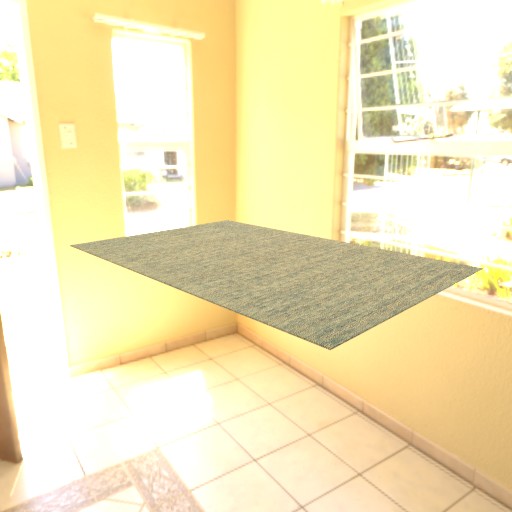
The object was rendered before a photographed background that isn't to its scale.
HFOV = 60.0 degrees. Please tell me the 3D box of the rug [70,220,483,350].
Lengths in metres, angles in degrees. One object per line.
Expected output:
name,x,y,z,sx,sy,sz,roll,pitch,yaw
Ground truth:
rug,0.000,0.000,2.212,1.142,0.006,1.752,-14,20,-43
